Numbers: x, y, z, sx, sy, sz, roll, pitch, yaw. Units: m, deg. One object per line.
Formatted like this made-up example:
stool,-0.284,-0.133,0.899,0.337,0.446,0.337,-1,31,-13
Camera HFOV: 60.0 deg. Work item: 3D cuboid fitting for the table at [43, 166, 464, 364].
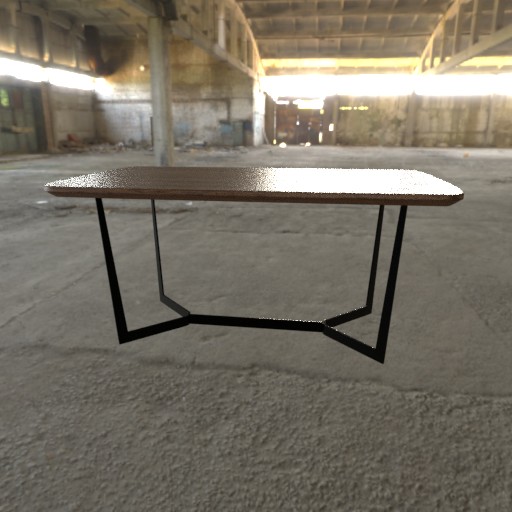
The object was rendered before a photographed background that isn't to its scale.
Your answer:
table,0.000,0.000,2.160,1.643,0.765,0.949,2,16,8
